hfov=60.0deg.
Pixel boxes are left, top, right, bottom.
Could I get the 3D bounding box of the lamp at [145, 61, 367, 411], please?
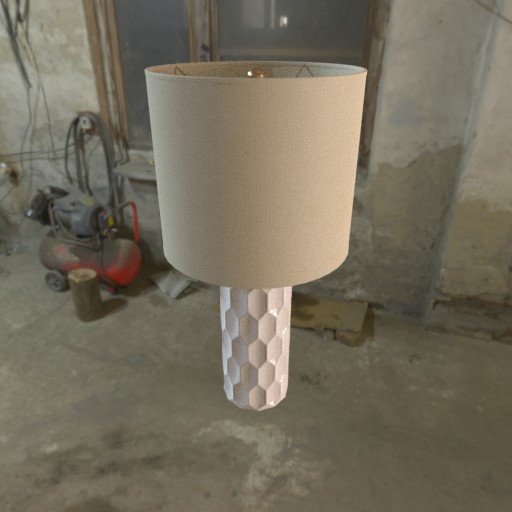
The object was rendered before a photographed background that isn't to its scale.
[{"bbox_3d":[0.000,0.000,0.685,0.277,0.537,0.277,-9,28,-17],"label":"lamp"}]
